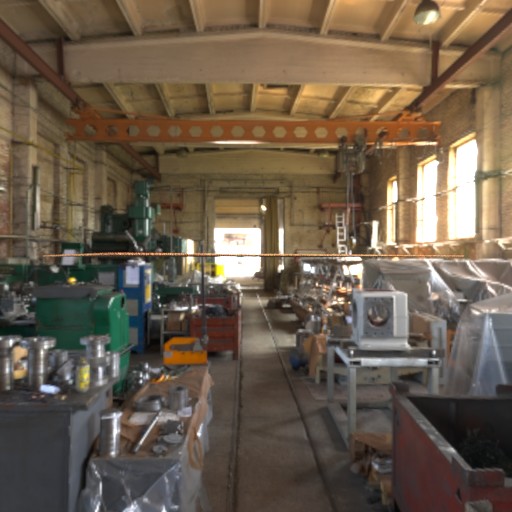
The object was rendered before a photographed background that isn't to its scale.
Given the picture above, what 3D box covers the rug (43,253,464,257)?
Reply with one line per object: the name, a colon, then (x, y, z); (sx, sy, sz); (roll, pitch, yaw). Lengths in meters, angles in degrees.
rug: (0.000, 0.000, 2.194); (1.747, 0.006, 1.143); (0, 0, -35)
